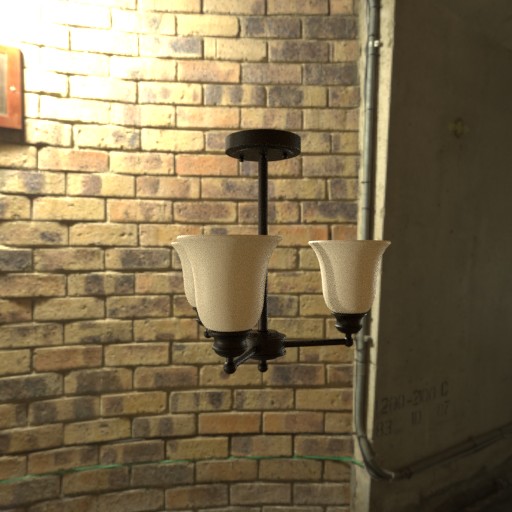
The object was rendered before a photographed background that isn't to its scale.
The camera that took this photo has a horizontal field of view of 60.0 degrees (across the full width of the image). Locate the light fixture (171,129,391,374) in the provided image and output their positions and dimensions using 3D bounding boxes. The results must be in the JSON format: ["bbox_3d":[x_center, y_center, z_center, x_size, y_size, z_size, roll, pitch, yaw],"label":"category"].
[{"bbox_3d":[0.000,0.000,0.670,0.388,0.370,0.354,0,0,18],"label":"light fixture"}]
